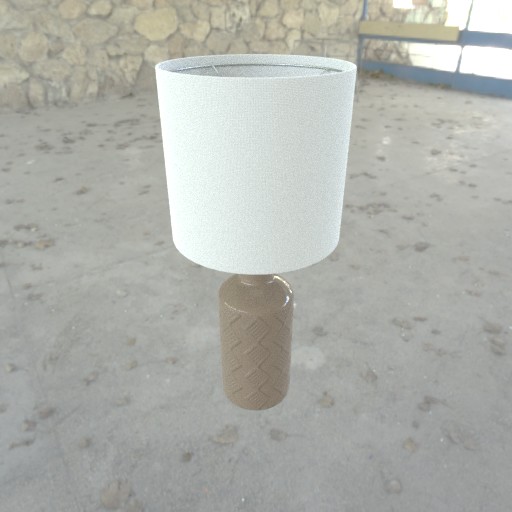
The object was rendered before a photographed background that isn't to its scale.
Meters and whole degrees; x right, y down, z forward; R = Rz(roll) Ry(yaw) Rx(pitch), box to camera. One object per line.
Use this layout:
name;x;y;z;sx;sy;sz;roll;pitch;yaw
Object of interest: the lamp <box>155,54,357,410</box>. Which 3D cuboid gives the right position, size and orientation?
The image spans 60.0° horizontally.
lamp;0.000;0.000;0.576;0.207;0.461;0.207;-17;34;-28
